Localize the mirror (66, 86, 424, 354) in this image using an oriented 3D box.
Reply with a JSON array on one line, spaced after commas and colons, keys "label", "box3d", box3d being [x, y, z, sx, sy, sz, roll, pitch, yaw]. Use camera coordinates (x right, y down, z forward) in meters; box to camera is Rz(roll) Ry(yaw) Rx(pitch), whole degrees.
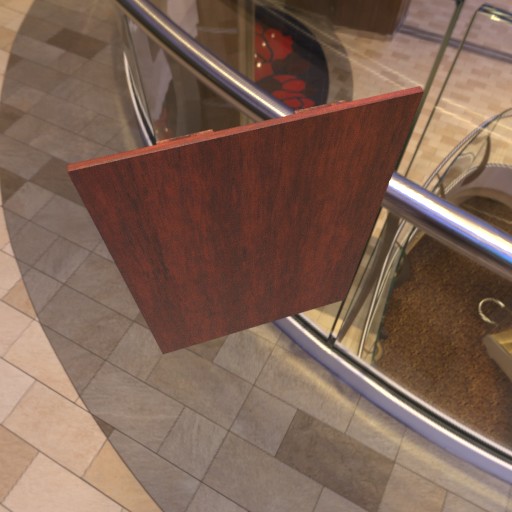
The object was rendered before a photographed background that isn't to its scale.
[{"label": "mirror", "box3d": [0.000, 0.000, 1.058, 0.600, 0.805, 0.021, -15, 59, -9]}]
